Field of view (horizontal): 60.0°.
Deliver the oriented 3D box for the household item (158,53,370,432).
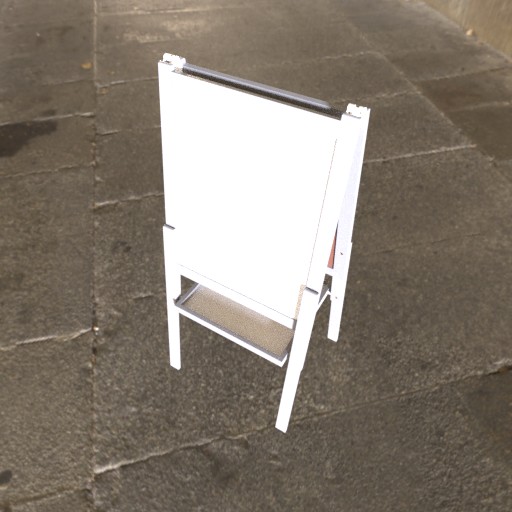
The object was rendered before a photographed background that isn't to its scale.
[{"bbox_3d":[0.000,0.000,1.430,0.531,1.172,0.469,24,51,21],"label":"household item"}]
